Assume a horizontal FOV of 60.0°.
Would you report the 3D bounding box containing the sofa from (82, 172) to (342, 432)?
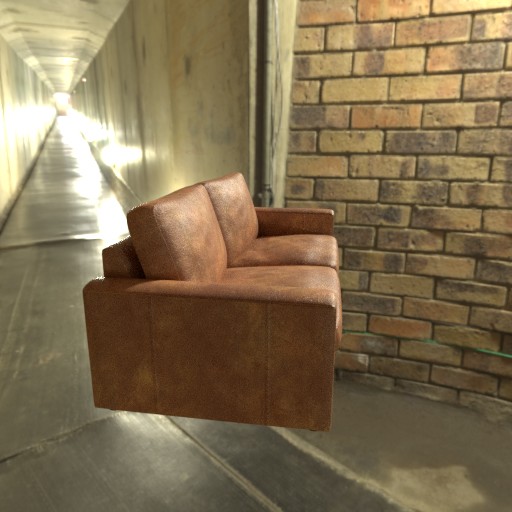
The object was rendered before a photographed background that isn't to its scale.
[{"bbox_3d":[0.000,0.000,2.700,1.016,0.873,2.179,2,15,9],"label":"sofa"}]
